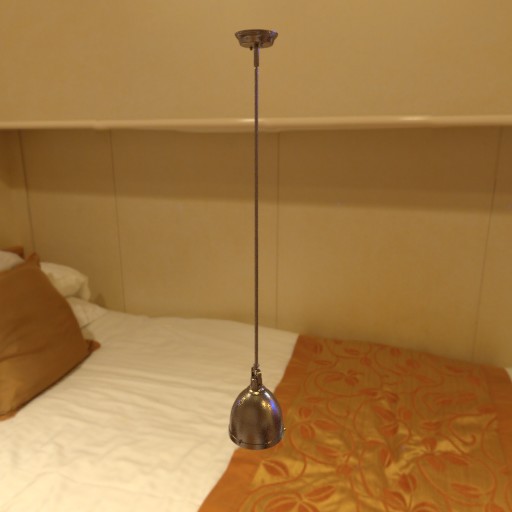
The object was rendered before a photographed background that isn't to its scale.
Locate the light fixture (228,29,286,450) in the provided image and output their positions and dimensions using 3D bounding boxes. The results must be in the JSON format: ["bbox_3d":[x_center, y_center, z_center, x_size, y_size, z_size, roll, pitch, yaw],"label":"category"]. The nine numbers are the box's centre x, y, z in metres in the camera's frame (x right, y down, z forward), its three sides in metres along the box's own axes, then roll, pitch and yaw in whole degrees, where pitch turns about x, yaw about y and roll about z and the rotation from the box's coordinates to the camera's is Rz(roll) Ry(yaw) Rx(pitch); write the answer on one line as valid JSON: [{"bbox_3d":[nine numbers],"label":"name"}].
[{"bbox_3d":[0.000,0.000,1.499,0.211,1.367,0.217,-8,17,-27],"label":"light fixture"}]
